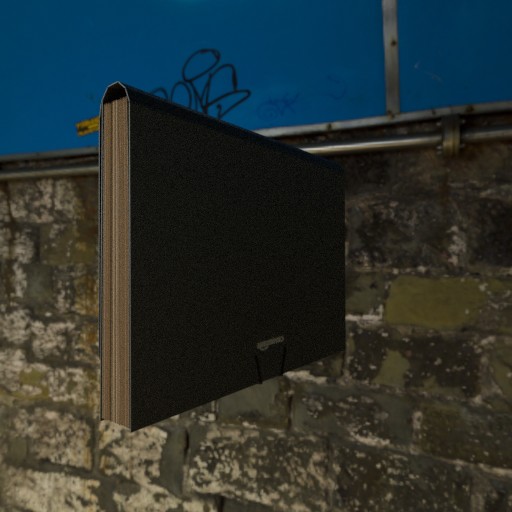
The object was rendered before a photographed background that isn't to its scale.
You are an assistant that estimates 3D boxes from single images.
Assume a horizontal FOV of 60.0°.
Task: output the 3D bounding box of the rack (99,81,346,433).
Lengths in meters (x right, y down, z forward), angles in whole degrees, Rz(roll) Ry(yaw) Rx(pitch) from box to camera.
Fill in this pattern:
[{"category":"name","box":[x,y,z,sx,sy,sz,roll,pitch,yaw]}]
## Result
[{"category":"rack","box":[0.000,0.000,0.441,0.041,0.241,0.330,0,0,37]}]
